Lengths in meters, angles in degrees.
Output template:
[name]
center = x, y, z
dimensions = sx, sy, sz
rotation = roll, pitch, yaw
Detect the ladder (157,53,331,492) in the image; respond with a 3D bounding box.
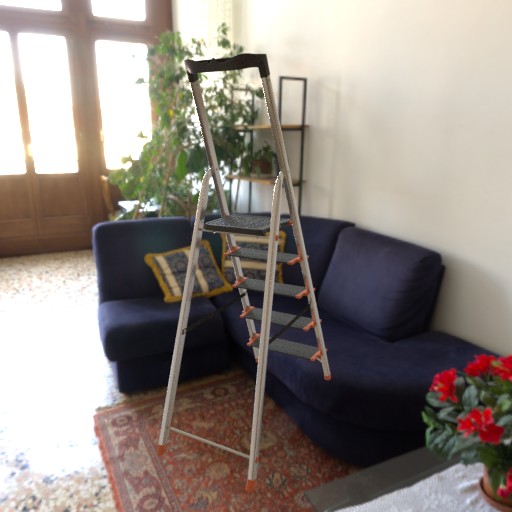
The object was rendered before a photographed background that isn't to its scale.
[ladder]
center = 0.000, 0.000, 2.072
dimensions = 0.480, 1.646, 0.995
rotation = 8, 16, 27
